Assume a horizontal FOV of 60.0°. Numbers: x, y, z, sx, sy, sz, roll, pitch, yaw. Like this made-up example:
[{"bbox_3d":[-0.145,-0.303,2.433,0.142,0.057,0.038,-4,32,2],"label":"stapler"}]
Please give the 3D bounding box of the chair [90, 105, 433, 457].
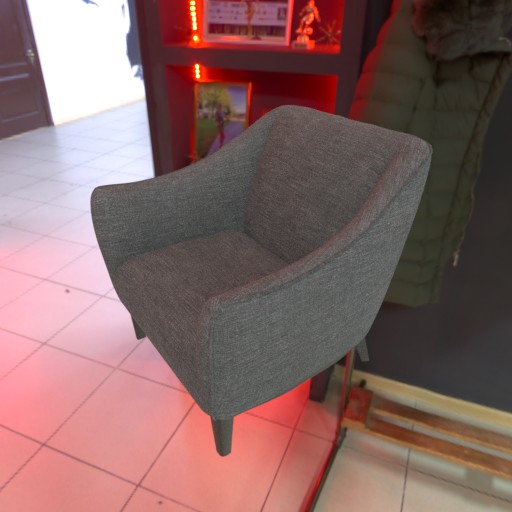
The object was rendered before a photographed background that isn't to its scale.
[{"bbox_3d":[0.000,0.000,1.528,0.851,0.829,0.870,-19,35,-30],"label":"chair"}]
